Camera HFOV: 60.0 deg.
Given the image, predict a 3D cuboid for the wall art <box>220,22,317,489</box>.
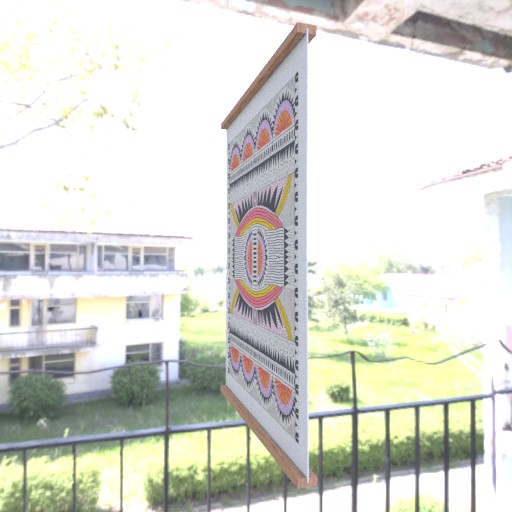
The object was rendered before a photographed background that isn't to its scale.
[{"bbox_3d":[0.000,0.000,0.799,0.028,0.609,0.456,0,-1,-17],"label":"wall art"}]
